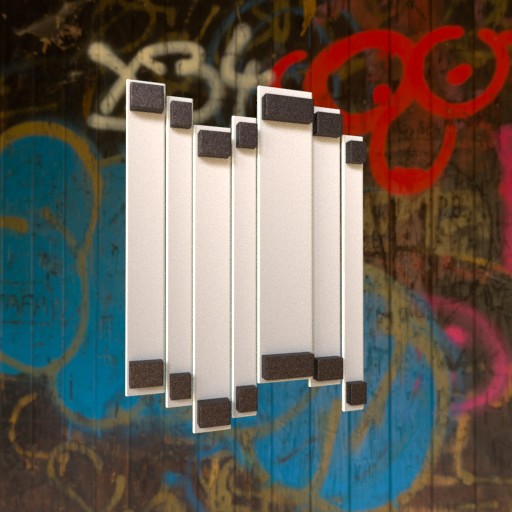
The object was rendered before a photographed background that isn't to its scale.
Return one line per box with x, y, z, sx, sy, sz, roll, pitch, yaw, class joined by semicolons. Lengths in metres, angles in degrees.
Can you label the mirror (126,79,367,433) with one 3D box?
0.000;0.000;0.794;0.445;0.611;0.058;0;-1;-19;mirror
